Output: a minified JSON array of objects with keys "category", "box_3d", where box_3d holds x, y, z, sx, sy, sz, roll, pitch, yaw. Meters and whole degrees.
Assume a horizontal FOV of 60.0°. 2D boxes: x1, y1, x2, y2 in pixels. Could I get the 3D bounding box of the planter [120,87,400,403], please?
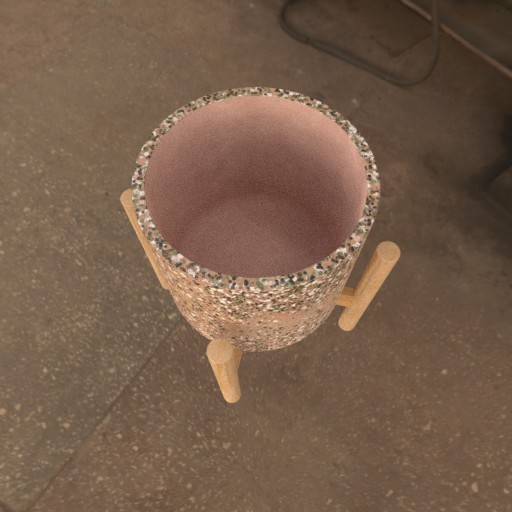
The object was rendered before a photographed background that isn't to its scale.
[{"category":"planter","box_3d":[0.000,0.000,0.541,0.284,0.320,0.284,33,68,15]}]
